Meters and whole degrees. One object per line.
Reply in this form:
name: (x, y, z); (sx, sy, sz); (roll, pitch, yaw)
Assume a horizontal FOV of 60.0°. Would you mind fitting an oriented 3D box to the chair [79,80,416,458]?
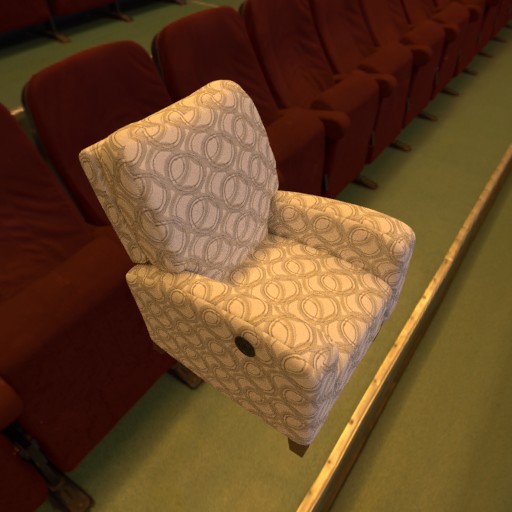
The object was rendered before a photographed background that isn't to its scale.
chair: (0.000, 0.000, 1.726); (0.995, 1.065, 0.796); (25, 48, 25)
